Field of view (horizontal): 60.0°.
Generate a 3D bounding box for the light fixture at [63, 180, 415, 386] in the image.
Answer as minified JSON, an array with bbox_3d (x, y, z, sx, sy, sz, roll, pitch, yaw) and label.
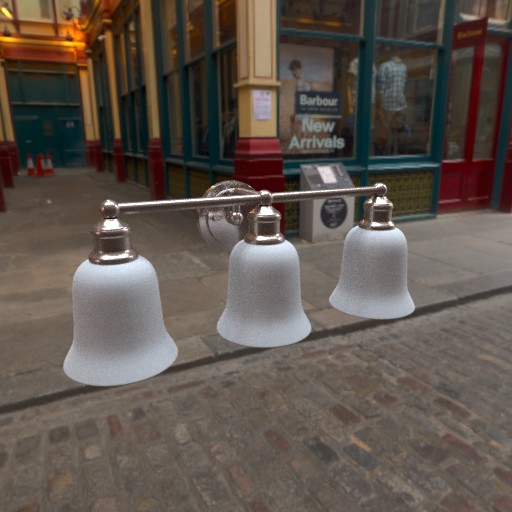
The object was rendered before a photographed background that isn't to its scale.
[{"bbox_3d":[0.000,0.000,0.676,0.570,0.211,0.198,-8,17,-26],"label":"light fixture"}]
